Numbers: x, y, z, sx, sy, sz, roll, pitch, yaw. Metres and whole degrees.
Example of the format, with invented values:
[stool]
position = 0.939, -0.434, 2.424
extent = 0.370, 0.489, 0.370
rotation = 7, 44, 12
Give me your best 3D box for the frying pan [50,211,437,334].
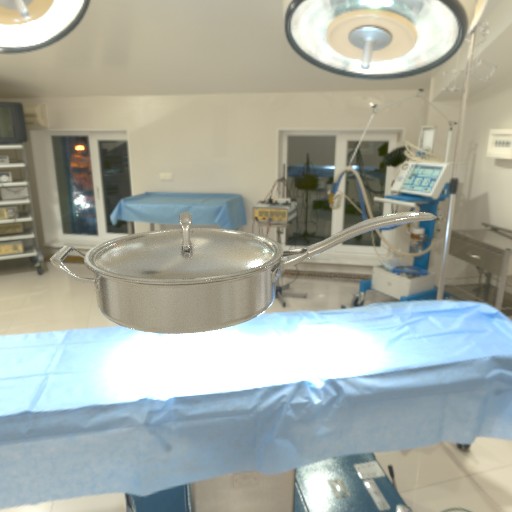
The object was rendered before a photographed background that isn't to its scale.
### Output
[frying pan]
position = 0.000, 0.000, 0.580
extent = 0.492, 0.111, 0.245
rotation = -2, 16, -9
